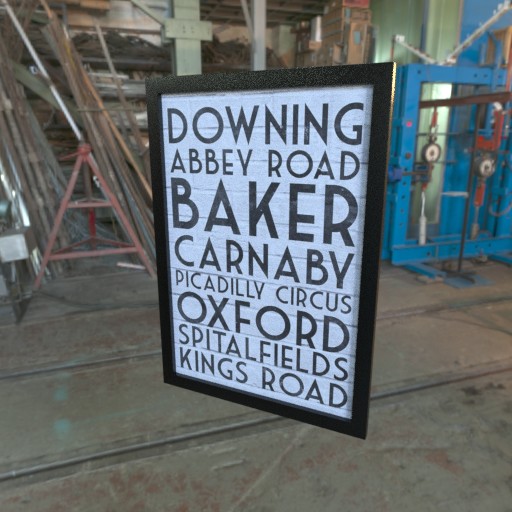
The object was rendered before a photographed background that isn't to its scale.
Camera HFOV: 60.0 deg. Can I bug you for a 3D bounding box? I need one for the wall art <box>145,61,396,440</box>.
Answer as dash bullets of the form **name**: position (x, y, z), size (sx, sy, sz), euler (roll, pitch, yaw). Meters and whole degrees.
- **wall art**: position (0.000, 0.000, 0.847), size (0.462, 0.656, 0.019), euler (7, 17, 24)
